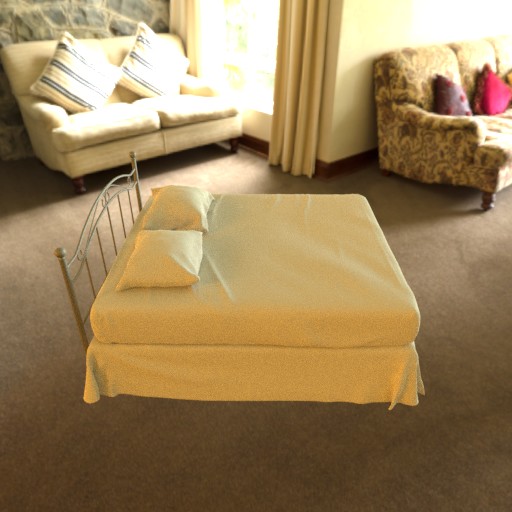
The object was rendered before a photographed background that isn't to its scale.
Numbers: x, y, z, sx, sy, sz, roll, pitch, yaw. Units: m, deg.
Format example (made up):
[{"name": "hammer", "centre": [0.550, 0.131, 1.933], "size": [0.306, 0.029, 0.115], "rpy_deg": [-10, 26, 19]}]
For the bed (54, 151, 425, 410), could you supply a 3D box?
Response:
[{"name": "bed", "centre": [0.000, 0.000, 3.342], "size": [2.215, 1.080, 1.936], "rpy_deg": [0, 32, 1]}]
